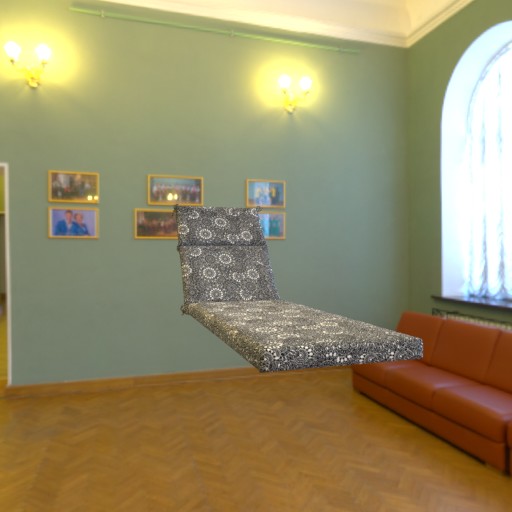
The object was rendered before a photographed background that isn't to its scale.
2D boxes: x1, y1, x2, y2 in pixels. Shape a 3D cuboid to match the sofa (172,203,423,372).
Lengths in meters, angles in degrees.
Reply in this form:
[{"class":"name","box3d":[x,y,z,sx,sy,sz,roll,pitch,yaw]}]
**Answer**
[{"class":"sofa","box3d":[0.000,0.000,2.017,0.582,0.622,1.663,0,1,-18]}]
